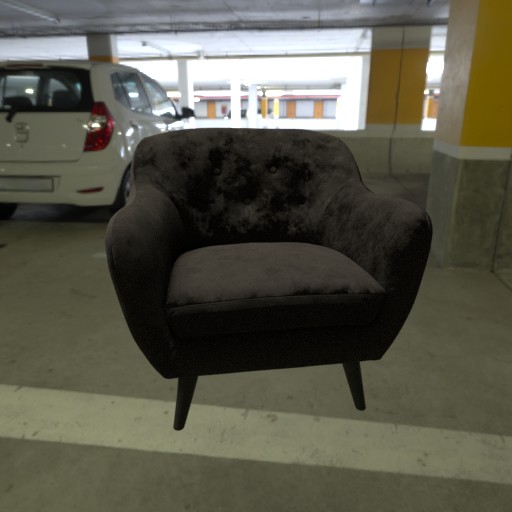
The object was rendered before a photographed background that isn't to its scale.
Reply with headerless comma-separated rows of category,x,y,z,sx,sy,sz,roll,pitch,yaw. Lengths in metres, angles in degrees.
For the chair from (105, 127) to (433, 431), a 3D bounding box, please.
chair,0.000,0.000,1.484,0.840,0.807,0.819,-3,18,-9
